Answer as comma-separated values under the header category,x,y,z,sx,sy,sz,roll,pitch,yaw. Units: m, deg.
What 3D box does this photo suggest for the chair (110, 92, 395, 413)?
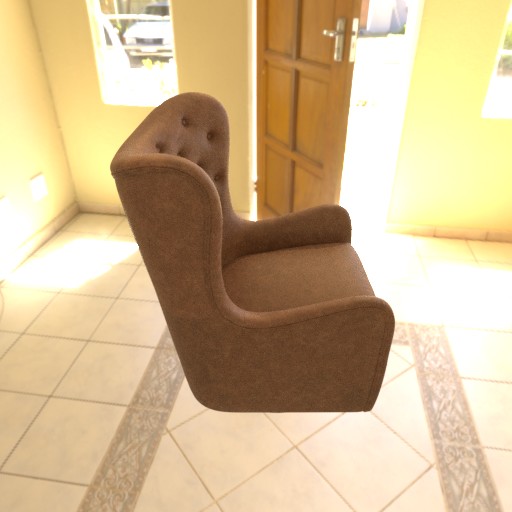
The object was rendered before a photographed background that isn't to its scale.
category,x,y,z,sx,sy,sz,roll,pitch,yaw
chair,0.000,0.000,1.742,0.930,1.079,0.831,-1,32,-1
